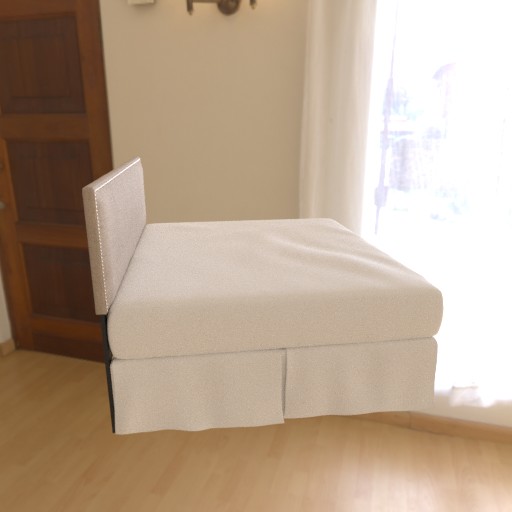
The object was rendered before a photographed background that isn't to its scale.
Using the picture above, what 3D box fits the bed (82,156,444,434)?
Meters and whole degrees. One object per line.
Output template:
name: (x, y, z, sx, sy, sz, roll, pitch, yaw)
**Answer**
bed: (0.000, 0.000, 3.323, 1.914, 1.346, 2.170, -2, 17, -8)
